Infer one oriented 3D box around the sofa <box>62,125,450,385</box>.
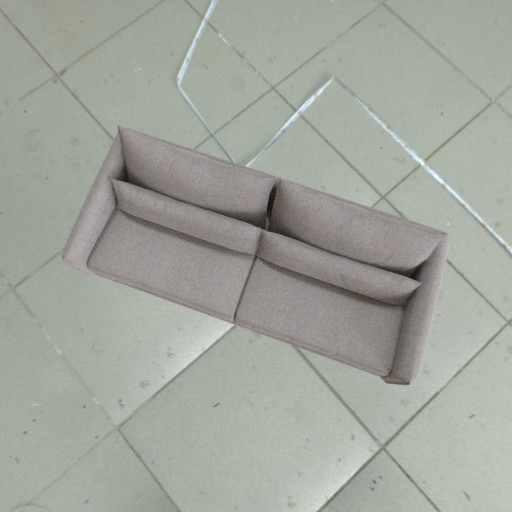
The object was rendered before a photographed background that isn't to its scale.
[{"bbox_3d":[0.000,0.000,2.493,2.022,0.833,0.809,19,77,5],"label":"sofa"}]
